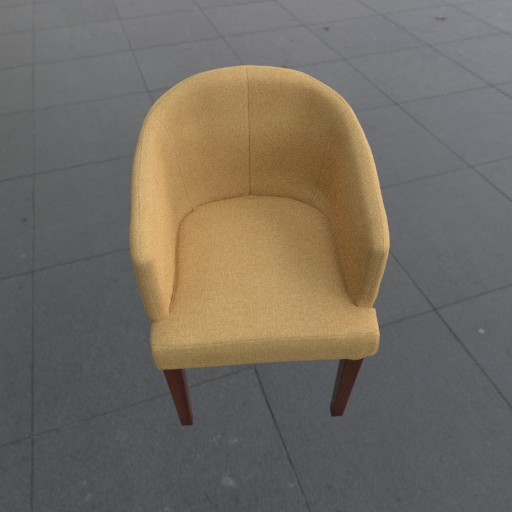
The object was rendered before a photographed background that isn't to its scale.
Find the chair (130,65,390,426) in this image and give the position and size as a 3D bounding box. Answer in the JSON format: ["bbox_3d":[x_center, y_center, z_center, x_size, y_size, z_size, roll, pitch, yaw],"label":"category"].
[{"bbox_3d":[0.000,0.000,1.243,0.583,0.811,0.655,-3,46,-3],"label":"chair"}]
